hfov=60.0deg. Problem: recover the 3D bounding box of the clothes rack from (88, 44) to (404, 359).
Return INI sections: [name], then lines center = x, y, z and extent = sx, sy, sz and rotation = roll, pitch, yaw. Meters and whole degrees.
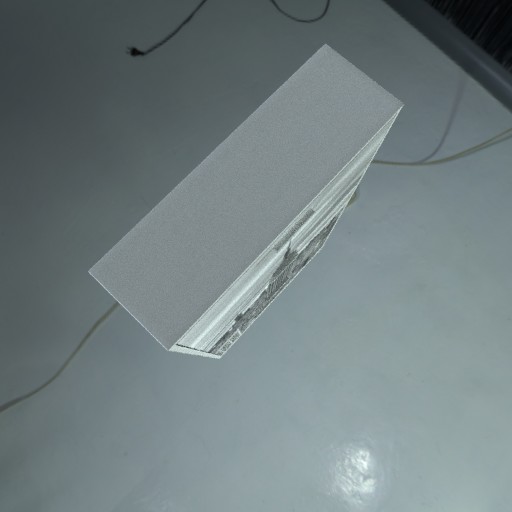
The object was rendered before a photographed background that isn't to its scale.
[clothes rack]
center = 0.000, 0.000, 1.582
extent = 0.250, 1.280, 0.750
rotation = 42, 80, 9
